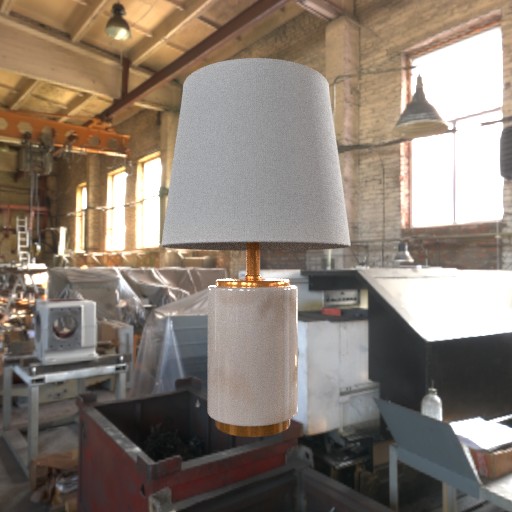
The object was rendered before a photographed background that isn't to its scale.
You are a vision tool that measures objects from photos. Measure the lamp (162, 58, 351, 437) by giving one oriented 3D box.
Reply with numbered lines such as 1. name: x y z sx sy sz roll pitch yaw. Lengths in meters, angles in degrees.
1. lamp: 0.000 0.000 0.454 0.189 0.340 0.189 0 -1 0
